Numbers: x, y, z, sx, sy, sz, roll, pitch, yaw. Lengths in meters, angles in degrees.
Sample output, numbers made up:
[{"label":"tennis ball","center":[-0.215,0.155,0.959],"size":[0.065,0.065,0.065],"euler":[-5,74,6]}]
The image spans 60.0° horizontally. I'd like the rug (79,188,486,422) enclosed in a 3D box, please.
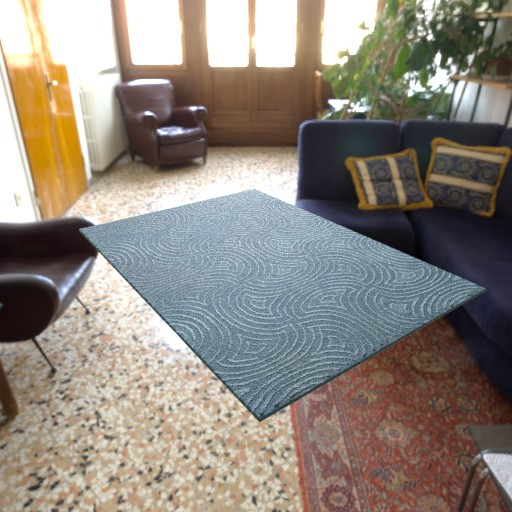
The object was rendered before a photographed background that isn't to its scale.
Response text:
[{"label":"rug","center":[0.000,0.000,2.776],"size":[1.543,0.015,2.144],"euler":[-18,32,-32]}]
